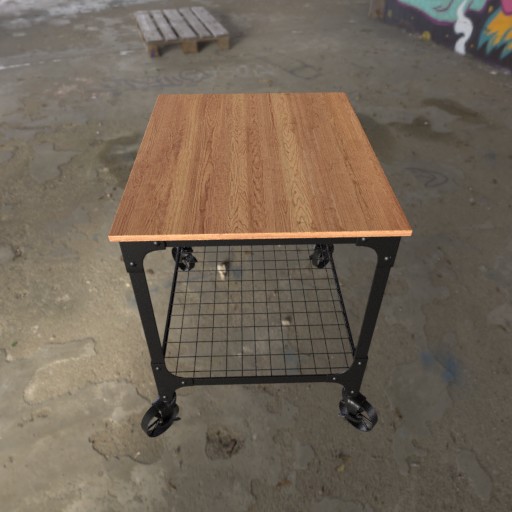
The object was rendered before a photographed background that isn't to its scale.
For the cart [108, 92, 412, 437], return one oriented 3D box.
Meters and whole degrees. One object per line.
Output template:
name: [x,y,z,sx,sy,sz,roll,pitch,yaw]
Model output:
cart: [0.000,0.000,1.120,0.558,0.603,0.666,-1,41,-1]
